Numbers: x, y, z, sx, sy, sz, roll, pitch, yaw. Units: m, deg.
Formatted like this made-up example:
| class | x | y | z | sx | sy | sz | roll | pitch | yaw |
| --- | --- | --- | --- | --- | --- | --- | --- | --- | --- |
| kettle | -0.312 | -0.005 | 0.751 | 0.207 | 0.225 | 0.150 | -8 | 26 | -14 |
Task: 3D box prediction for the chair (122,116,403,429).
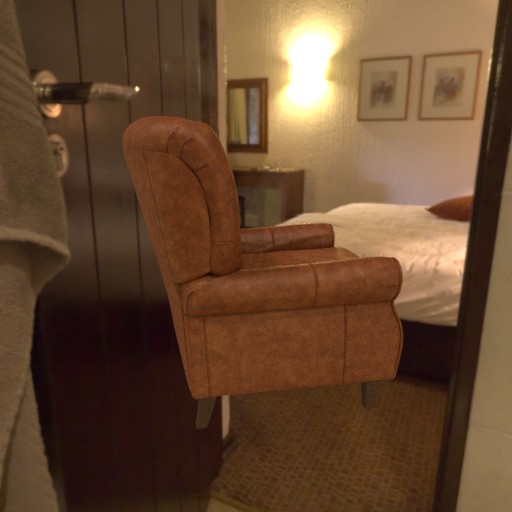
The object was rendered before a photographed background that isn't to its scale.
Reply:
| class | x | y | z | sx | sy | sz | roll | pitch | yaw |
| --- | --- | --- | --- | --- | --- | --- | --- | --- | --- |
| chair | 0.000 | 0.000 | 1.945 | 1.059 | 1.164 | 0.951 | -3 | 15 | -10 |
